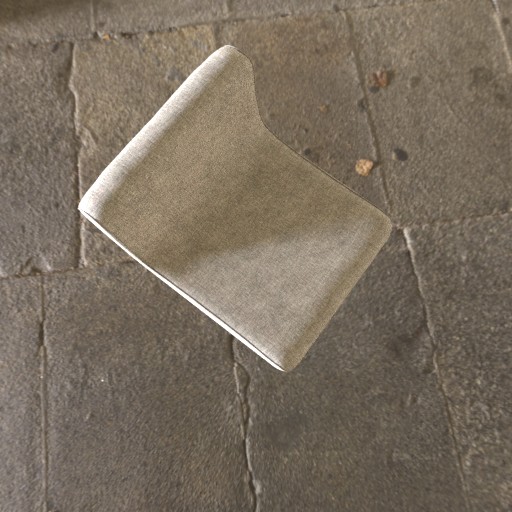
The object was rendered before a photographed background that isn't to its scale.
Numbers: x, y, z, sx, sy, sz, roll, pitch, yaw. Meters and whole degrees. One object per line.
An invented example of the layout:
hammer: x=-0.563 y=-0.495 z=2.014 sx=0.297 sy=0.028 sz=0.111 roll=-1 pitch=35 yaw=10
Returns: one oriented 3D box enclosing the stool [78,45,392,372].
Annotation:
stool: x=0.000 y=0.000 z=1.231 sx=0.499 sy=0.965 sz=0.426 roll=36 pitch=79 yaw=8
